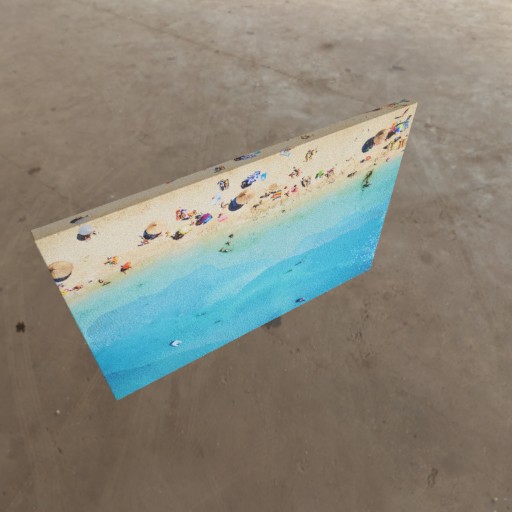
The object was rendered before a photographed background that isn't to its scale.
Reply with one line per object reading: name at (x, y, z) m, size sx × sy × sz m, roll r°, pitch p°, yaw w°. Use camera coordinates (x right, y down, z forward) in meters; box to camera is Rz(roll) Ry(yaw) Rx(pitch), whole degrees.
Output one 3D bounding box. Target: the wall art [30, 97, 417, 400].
wall art at (0.000, 0.000, 1.440) m, size 1.136 × 0.769 × 0.040 m, roll -24°, pitch 52°, yaw -21°
